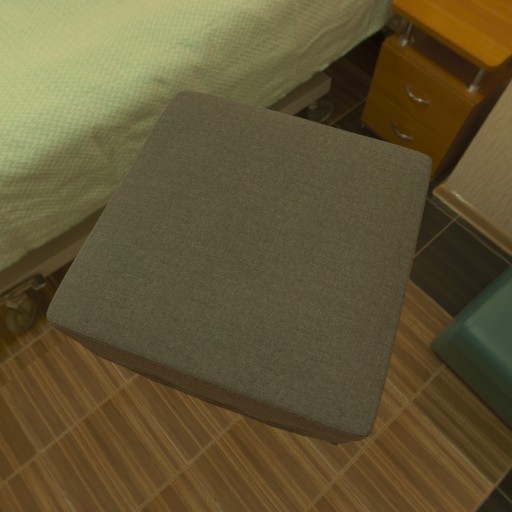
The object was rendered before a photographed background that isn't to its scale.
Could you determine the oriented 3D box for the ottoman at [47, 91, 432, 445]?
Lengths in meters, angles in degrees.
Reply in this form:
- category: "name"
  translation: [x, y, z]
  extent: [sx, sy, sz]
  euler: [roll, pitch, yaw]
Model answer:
- category: "ottoman"
  translation: [0.000, 0.000, 1.333]
  extent: [0.840, 0.436, 0.843]
  euler: [18, 65, 9]
